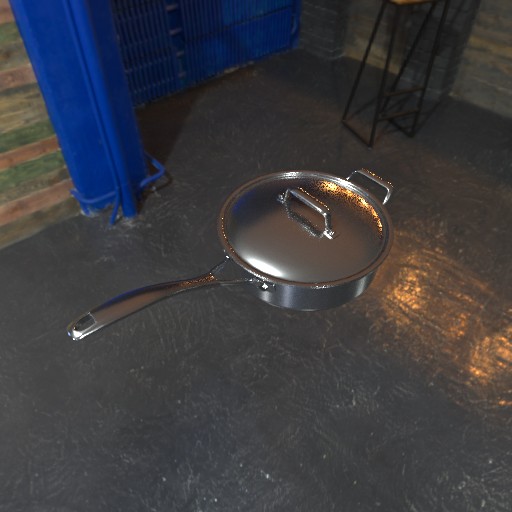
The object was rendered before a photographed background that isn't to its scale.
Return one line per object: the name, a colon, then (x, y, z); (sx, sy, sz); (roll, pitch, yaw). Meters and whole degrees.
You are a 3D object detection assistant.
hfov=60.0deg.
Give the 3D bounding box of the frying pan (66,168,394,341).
frying pan: (0.000, 0.000, 0.590); (0.492, 0.111, 0.245); (-31, 53, -27)
